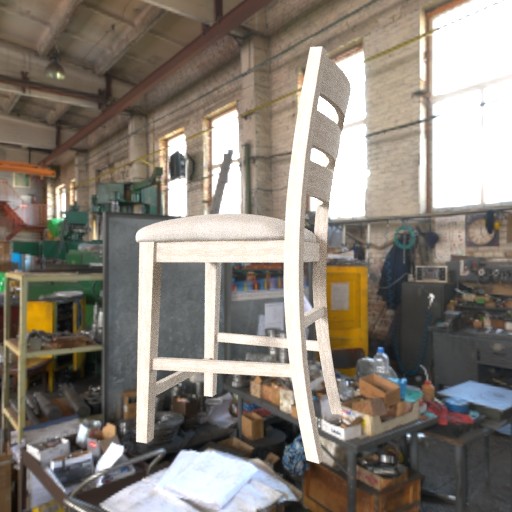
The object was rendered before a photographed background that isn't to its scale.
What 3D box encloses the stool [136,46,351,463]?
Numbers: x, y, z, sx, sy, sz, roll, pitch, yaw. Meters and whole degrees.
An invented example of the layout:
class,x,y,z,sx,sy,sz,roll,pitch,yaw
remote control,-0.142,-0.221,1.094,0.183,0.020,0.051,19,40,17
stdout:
class,x,y,z,sx,sy,sz,roll,pitch,yaw
stool,0.000,0.000,1.359,0.569,1.032,0.484,0,0,19
